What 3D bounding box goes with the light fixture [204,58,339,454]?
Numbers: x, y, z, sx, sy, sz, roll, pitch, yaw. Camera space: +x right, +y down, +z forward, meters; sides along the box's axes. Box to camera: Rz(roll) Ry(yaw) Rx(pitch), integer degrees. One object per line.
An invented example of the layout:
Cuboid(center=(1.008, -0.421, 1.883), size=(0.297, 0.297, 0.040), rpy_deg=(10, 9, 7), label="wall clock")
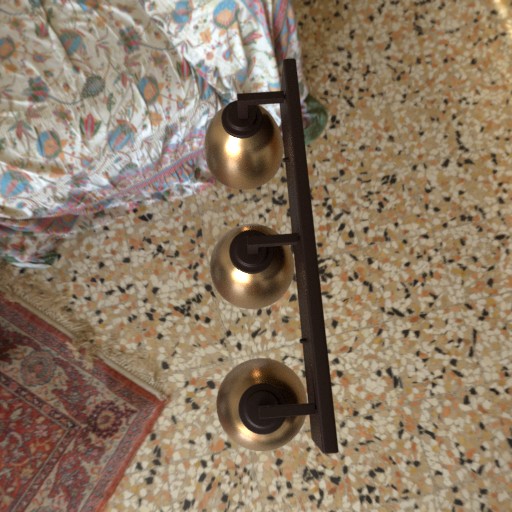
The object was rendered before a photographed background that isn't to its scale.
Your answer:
Cuboid(center=(0.000, 0.000, 0.684), size=(0.157, 0.204, 0.582), rpy_deg=(-4, 76, -1), label="light fixture")
